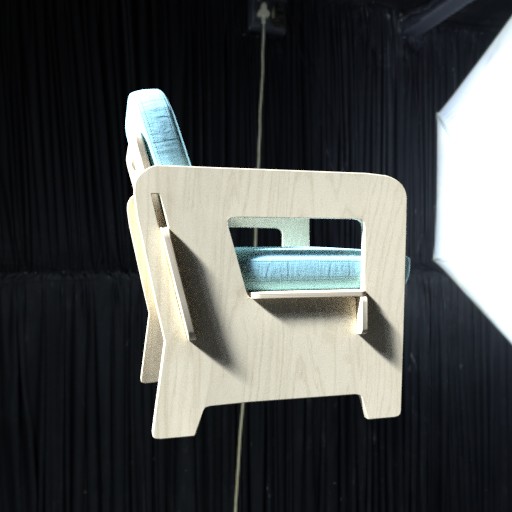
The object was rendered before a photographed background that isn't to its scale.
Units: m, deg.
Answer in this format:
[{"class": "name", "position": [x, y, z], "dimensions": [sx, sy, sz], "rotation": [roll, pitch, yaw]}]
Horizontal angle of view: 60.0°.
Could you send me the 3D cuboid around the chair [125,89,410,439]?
[{"class": "chair", "position": [0.000, 0.000, 1.273], "dimensions": [0.710, 0.800, 0.590], "rotation": [0, 1, -18]}]
